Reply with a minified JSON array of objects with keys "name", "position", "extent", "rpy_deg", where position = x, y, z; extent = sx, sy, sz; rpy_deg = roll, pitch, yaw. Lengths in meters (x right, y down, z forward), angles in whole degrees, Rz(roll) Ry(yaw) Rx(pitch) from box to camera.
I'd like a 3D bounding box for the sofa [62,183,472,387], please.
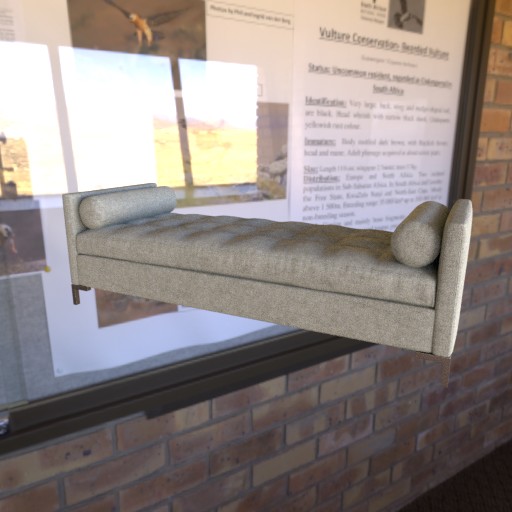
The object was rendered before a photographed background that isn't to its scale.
[{"name":"sofa","position":[0.000,0.000,2.453],"extent":[2.102,0.657,0.797],"rpy_deg":[7,16,26]}]
